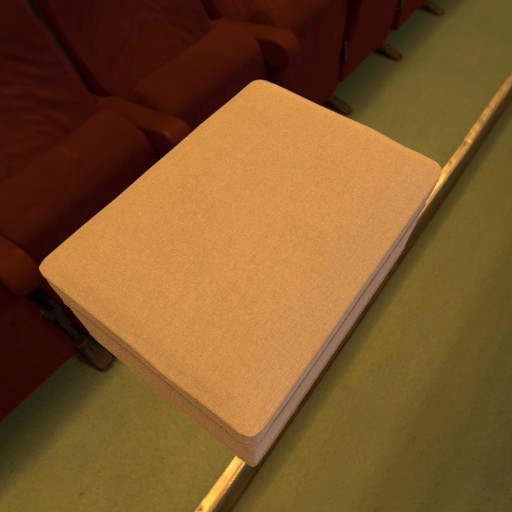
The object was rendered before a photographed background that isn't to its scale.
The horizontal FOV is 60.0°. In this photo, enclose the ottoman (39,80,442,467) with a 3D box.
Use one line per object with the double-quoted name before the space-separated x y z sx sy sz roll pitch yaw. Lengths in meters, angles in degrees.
"ottoman" 0.000 0.000 1.234 0.617 0.503 0.846 32 64 18
